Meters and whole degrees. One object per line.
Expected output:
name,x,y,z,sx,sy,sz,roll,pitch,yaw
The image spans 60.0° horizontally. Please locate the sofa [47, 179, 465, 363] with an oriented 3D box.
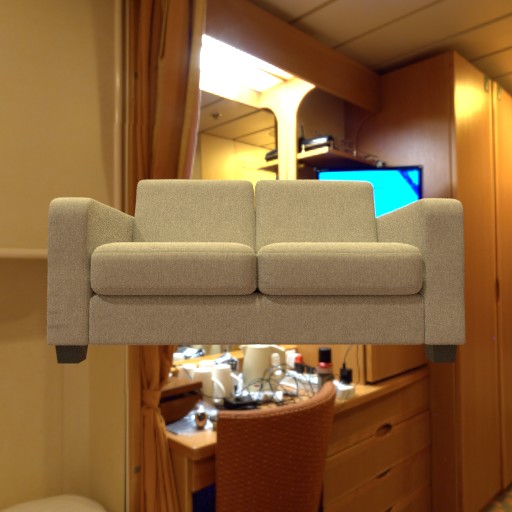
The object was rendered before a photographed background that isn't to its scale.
sofa,0.000,0.000,2.004,1.540,0.800,0.900,0,-2,-1
